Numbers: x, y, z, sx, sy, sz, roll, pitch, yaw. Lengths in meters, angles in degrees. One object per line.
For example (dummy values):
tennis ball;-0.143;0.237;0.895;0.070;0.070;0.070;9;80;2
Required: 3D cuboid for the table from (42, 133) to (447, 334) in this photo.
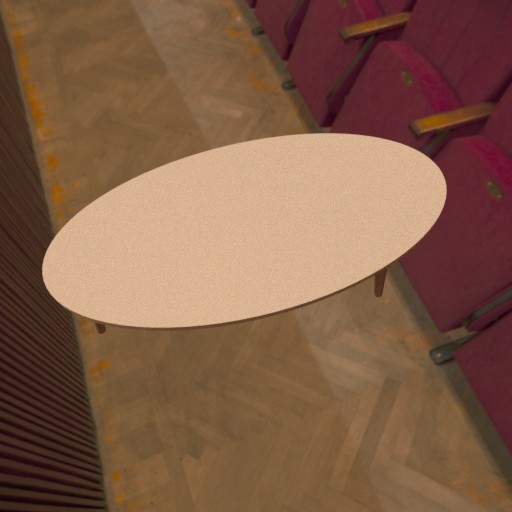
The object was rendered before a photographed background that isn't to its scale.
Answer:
table;0.000;0.000;1.322;1.083;0.390;0.542;-16;60;-9
